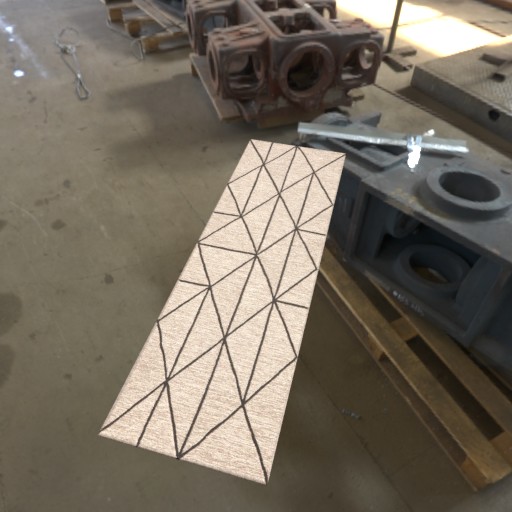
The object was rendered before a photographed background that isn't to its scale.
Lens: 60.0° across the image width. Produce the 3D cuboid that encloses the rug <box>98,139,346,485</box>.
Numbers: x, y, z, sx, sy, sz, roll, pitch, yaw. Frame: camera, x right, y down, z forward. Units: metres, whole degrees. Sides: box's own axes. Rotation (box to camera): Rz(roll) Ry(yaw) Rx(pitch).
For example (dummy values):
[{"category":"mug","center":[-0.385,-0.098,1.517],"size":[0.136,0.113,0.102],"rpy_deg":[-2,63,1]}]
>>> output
[{"category":"rug","center":[0.000,0.000,2.668],"size":[0.762,0.012,2.438],"rpy_deg":[11,48,10]}]
